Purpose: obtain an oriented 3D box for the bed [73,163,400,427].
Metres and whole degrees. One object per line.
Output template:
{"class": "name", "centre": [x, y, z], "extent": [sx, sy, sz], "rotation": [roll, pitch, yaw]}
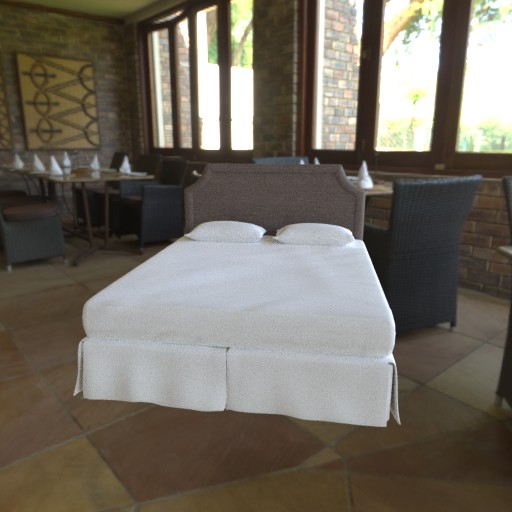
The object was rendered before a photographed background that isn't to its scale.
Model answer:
{"class": "bed", "centre": [0.000, 0.000, 4.204], "extent": [2.350, 1.590, 2.773], "rotation": [2, 14, 8]}
